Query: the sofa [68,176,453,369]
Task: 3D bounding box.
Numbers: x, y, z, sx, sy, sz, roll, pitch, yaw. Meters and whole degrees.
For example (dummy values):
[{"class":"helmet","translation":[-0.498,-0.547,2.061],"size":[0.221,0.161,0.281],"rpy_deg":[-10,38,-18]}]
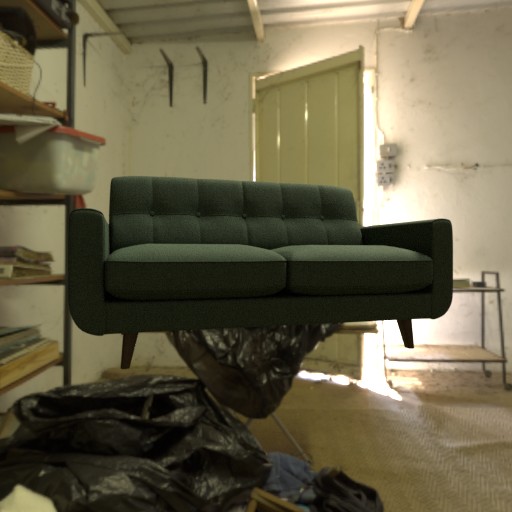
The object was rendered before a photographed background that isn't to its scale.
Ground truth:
[{"class":"sofa","translation":[0.000,0.000,2.190],"size":[1.631,0.841,0.909],"rpy_deg":[0,0,-17]}]
